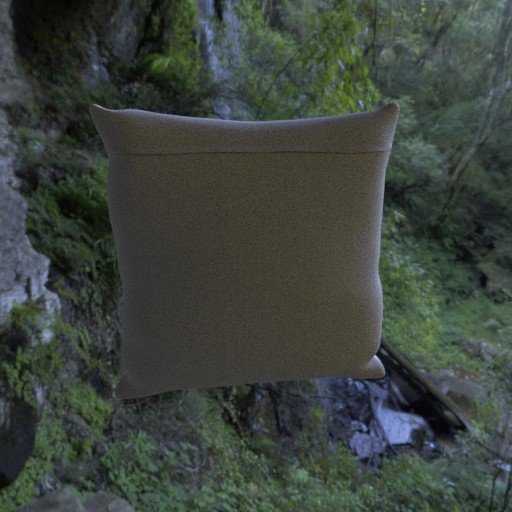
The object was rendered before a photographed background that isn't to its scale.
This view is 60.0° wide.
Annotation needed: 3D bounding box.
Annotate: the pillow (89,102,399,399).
[{"bbox_3d":[0.000,0.000,0.665,0.440,0.441,0.182,-3,16,-10],"label":"pillow"}]
